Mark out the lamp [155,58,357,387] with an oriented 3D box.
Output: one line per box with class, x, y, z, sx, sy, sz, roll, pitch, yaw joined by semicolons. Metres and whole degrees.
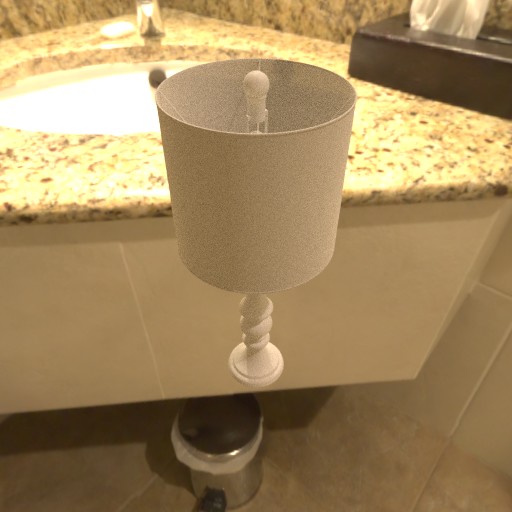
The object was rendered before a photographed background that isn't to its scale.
lamp;0.000;0.000;0.737;0.250;0.597;0.250;2;41;2
